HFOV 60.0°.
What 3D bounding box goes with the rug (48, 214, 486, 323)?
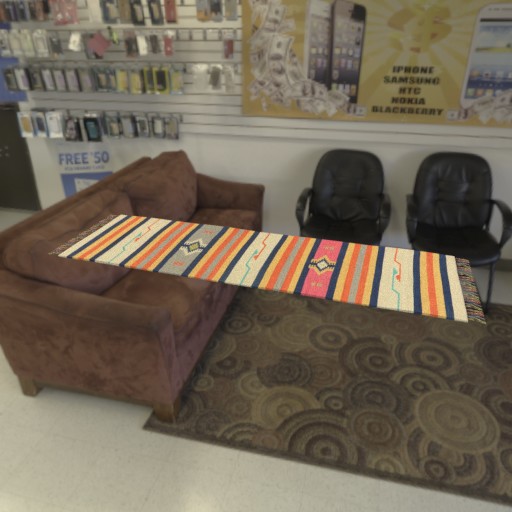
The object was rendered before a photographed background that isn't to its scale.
[{"bbox_3d":[0.000,0.000,2.673,2.455,0.017,0.695,8,28,15],"label":"rug"}]
